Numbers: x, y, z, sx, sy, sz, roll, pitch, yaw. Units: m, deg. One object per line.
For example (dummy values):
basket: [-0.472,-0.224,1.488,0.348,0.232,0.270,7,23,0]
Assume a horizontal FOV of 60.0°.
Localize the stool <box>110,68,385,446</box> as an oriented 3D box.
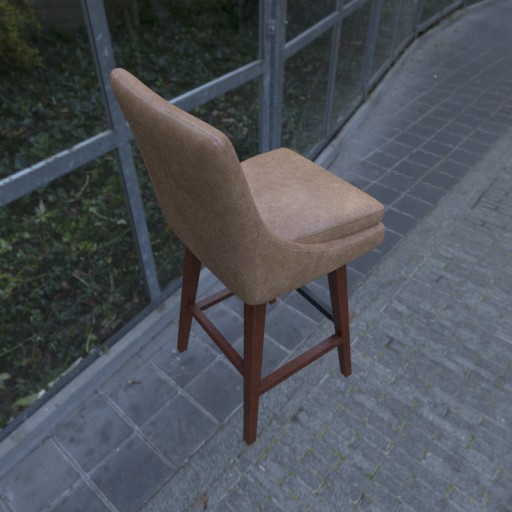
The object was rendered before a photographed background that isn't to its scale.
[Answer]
stool: [0.000,0.000,1.337,0.572,1.079,0.487,-25,46,-27]
